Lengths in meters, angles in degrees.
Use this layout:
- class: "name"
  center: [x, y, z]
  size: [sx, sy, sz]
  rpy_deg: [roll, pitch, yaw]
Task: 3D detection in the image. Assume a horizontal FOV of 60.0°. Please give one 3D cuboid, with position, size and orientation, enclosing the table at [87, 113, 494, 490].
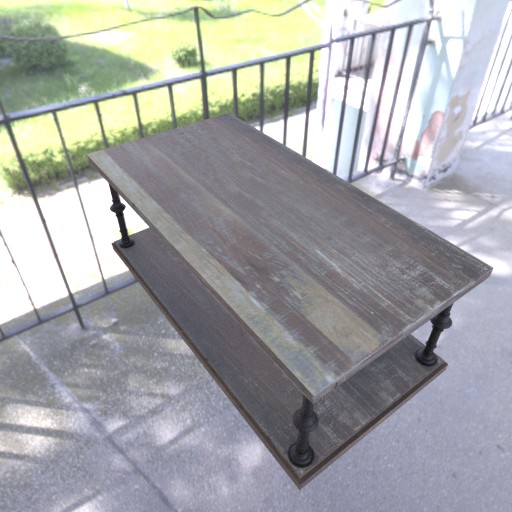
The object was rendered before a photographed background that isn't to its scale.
- class: "table"
  center: [0.000, 0.000, 1.354]
  size: [0.554, 0.399, 1.088]
  rpy_deg: [-26, 47, -27]
